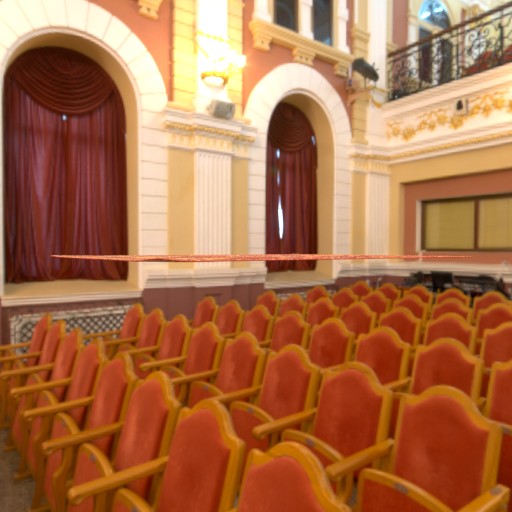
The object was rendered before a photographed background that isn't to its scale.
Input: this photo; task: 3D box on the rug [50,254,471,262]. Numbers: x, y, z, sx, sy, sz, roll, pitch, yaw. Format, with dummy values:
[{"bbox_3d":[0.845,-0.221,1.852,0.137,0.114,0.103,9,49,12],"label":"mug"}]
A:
[{"bbox_3d":[0.000,0.000,4.153,3.086,0.030,2.489,-1,1,-36],"label":"rug"}]
